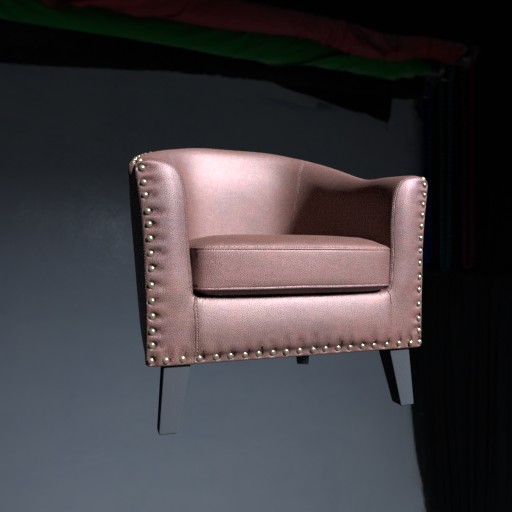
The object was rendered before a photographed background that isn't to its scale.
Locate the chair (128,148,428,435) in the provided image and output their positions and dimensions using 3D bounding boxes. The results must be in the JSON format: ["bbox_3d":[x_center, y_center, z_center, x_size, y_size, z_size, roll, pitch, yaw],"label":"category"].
[{"bbox_3d":[0.000,0.000,1.430,0.794,0.823,0.748,0,0,-18],"label":"chair"}]
